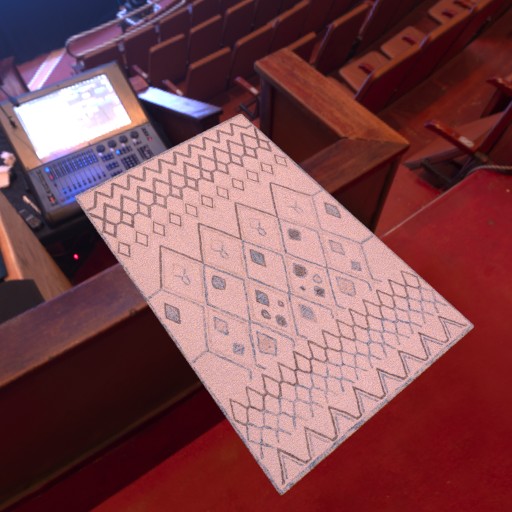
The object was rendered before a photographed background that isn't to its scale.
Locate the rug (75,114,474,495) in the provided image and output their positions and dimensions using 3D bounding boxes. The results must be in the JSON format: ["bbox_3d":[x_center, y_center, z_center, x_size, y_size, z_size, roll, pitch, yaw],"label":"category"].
[{"bbox_3d":[0.000,0.000,2.996,1.524,0.015,2.439,-32,63,-19],"label":"rug"}]
